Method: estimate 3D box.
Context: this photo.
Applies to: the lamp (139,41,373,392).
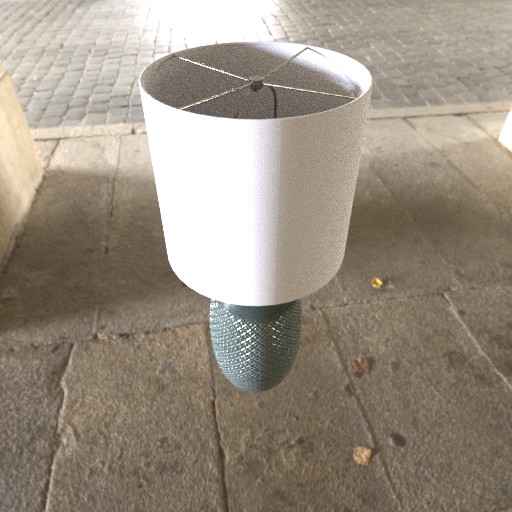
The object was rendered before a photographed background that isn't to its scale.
[{"bbox_3d":[0.000,0.000,0.564,0.217,0.453,0.217,24,46,26],"label":"lamp"}]
